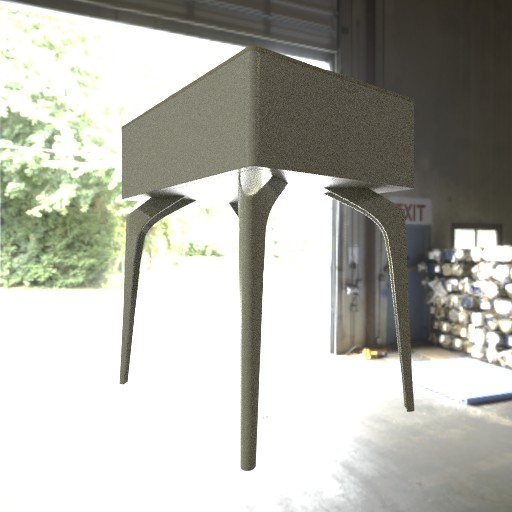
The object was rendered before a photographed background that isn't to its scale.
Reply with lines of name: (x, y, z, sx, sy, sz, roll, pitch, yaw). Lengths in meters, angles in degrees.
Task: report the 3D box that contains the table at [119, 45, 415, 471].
table: (0.000, 0.000, 0.905, 0.400, 0.570, 0.500, -1, 1, -37)
